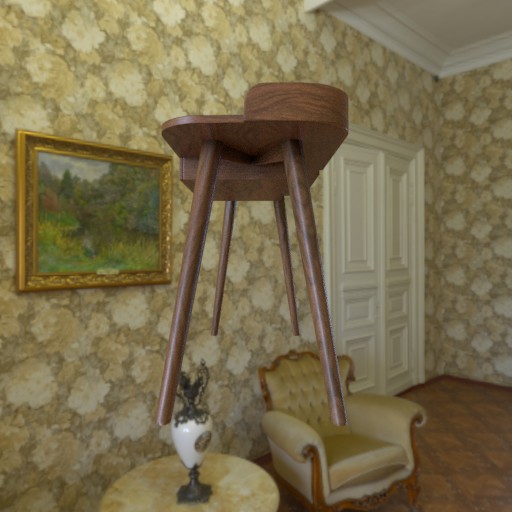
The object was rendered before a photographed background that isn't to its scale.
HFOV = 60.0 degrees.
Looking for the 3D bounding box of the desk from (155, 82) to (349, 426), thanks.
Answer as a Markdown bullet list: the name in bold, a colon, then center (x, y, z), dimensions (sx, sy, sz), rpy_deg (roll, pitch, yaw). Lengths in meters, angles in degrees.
- **desk**: center (0.000, 0.000, 1.657), dimensions (0.486, 0.800, 1.256), rpy_deg (0, 0, 0)
